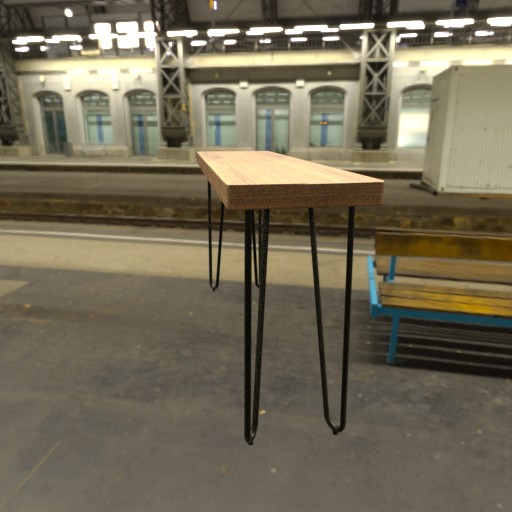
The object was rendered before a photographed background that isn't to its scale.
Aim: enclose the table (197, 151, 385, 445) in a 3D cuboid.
[{"bbox_3d":[0.000,0.000,1.982,0.425,0.834,1.570,-3,16,-10],"label":"table"}]
